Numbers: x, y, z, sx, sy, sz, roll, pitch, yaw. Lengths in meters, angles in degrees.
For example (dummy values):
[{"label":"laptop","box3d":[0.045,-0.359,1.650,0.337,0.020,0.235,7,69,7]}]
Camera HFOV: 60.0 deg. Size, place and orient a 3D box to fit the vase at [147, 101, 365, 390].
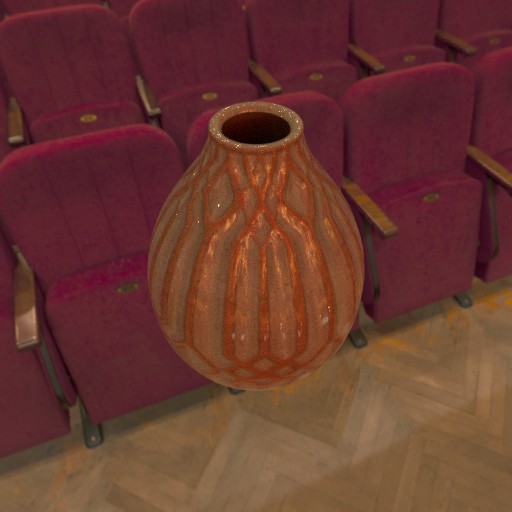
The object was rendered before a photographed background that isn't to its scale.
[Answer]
[{"label":"vase","box3d":[0.000,0.000,0.266,0.131,0.175,0.131,0,46,0]}]
